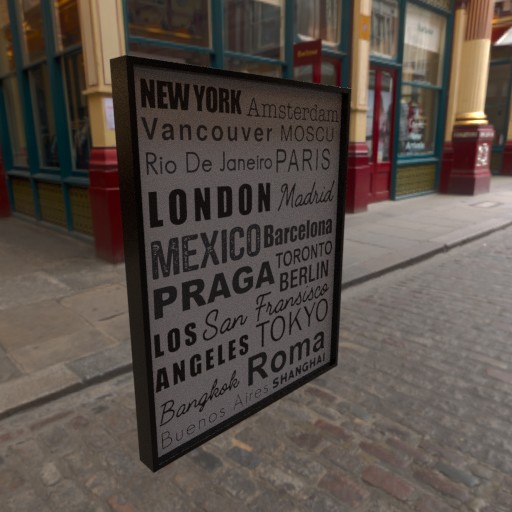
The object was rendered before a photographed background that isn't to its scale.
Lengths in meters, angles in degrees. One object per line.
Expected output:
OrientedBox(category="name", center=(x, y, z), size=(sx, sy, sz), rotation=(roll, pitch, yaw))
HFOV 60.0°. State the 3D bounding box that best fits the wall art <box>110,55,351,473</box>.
OrientedBox(category="wall art", center=(0.000, 0.000, 0.729), size=(0.448, 0.551, 0.038), rotation=(-14, 20, -43))
